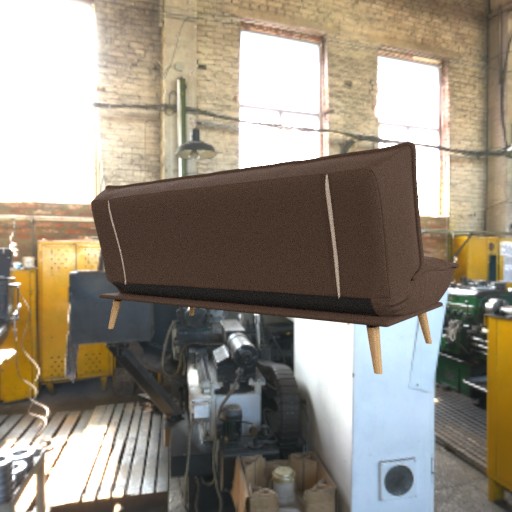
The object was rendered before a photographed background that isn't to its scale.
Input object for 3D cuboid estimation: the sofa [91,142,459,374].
[{"bbox_3d":[0.000,0.000,2.492,1.940,0.890,0.950,0,1,36],"label":"sofa"}]
